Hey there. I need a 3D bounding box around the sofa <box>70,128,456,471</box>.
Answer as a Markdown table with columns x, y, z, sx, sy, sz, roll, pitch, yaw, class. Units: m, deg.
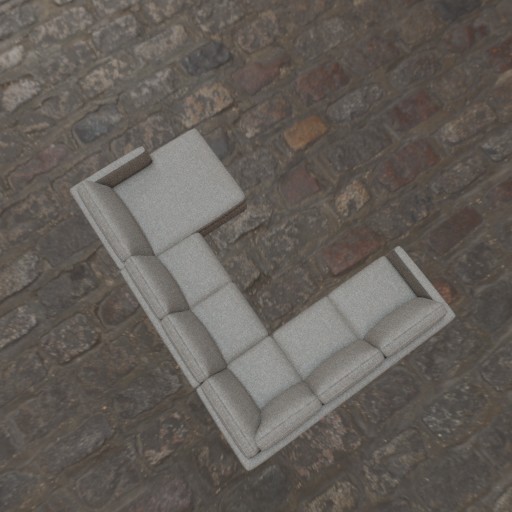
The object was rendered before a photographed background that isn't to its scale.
| x | y | z | sx | sy | sz | roll | pitch | yaw | class |
| --- | --- | --- | --- | --- | --- | --- | --- | --- | --- |
| 0.000 | 0.000 | 4.782 | 2.551 | 0.889 | 3.403 | -34 | 78 | -8 | sofa |
